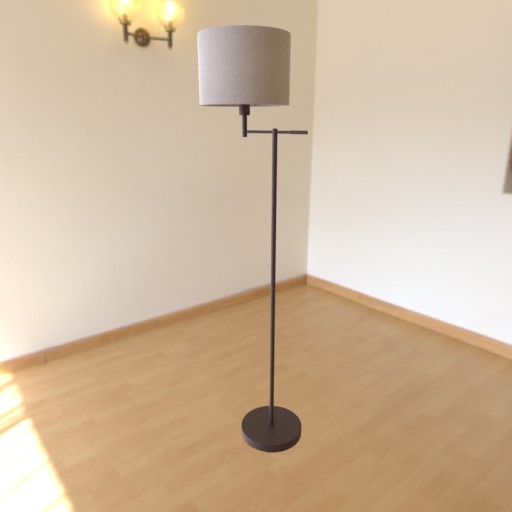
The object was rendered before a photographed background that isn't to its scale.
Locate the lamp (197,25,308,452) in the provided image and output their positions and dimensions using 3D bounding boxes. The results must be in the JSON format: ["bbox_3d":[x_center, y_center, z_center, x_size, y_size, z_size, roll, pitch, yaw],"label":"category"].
[{"bbox_3d":[0.000,0.000,1.758,0.416,1.600,0.324,8,19,25],"label":"lamp"}]
